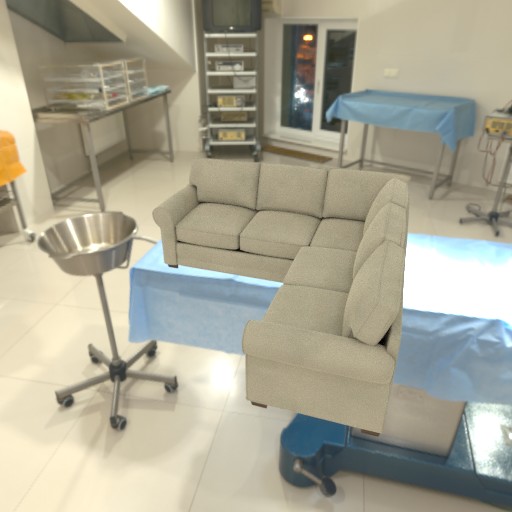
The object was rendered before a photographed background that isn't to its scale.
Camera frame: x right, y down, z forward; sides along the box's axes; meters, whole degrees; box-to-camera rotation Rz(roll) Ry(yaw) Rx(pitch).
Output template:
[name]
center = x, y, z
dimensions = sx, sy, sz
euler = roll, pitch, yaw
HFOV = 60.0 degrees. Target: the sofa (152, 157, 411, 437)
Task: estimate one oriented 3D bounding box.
[sofa]
center = 0.000, 0.000, 3.938
dimensions = 2.487, 1.053, 2.562
euler = 9, 30, 16
